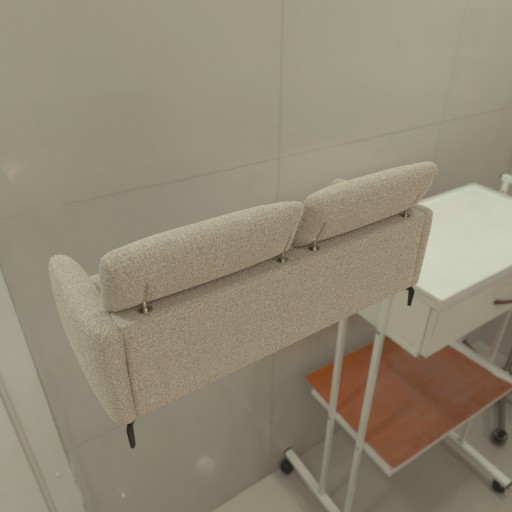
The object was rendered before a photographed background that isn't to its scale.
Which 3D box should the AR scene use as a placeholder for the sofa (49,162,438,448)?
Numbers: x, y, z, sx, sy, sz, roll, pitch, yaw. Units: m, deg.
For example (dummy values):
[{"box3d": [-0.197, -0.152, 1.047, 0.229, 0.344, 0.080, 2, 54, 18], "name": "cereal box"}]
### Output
[{"box3d": [0.000, 0.000, 2.426, 2.015, 0.956, 0.856, -19, 36, -29], "name": "sofa"}]
